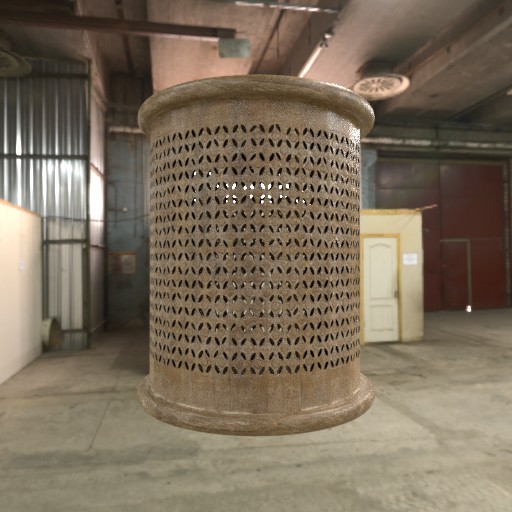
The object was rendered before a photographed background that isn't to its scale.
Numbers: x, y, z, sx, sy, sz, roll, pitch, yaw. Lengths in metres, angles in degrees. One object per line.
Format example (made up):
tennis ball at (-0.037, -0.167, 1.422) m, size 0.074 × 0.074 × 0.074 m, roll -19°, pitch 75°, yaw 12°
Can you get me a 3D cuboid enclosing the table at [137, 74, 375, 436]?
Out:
table at (0.000, 0.000, 0.786) m, size 0.407 × 0.482 × 0.407 m, roll 0°, pitch 0°, yaw 0°
